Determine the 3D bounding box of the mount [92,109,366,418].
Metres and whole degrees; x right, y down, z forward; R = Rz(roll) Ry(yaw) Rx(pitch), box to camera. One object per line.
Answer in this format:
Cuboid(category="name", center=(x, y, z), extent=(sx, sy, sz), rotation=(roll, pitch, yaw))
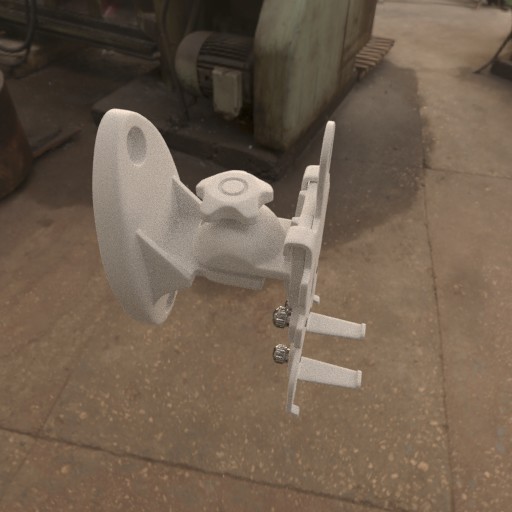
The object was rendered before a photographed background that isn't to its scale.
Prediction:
Cuboid(category="mount", center=(0.000, 0.000, 0.173), extent=(0.100, 0.118, 0.066), rotation=(10, 46, 10))
